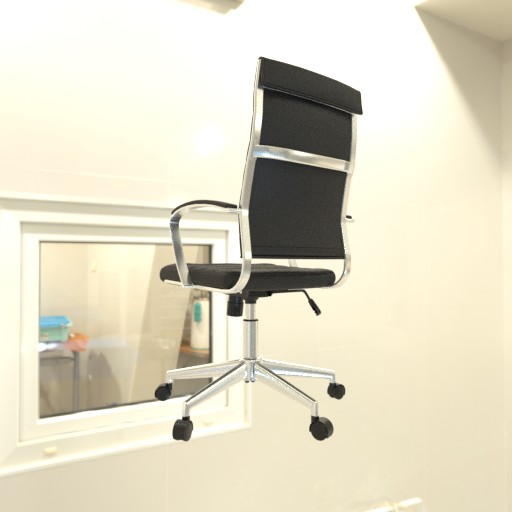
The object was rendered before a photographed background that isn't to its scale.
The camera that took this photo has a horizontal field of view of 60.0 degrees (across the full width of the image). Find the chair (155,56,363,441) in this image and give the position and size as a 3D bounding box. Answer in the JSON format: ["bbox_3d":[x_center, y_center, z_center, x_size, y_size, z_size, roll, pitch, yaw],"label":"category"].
[{"bbox_3d":[0.000,0.000,1.655,0.766,1.149,0.739,1,-1,-37],"label":"chair"}]
